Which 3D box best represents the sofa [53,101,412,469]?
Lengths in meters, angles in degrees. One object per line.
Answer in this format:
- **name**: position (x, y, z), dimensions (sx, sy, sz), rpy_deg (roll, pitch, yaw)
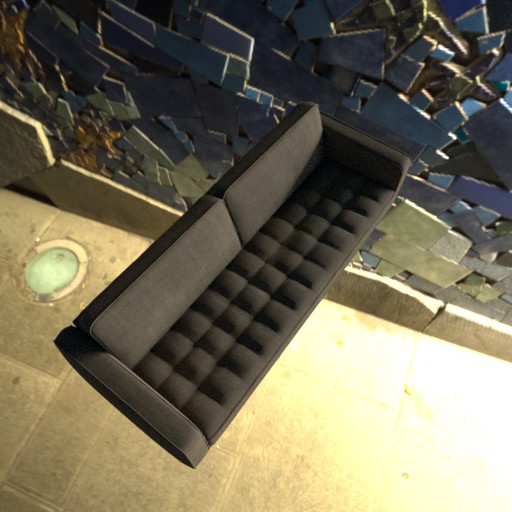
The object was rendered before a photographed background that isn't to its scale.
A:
- **sofa**: position (0.000, 0.000, 2.713), dimensions (0.923, 0.813, 2.295), rpy_deg (32, 64, 18)
